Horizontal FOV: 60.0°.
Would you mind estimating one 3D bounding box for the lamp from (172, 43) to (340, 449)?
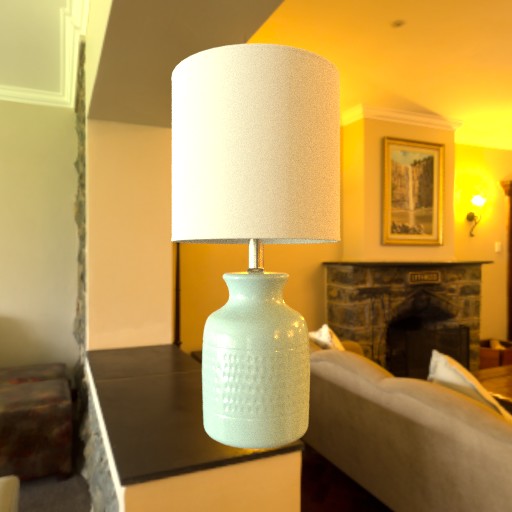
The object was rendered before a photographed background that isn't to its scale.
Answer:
[{"bbox_3d":[0.000,0.000,1.117,0.418,0.871,0.418,0,0,17],"label":"lamp"}]
